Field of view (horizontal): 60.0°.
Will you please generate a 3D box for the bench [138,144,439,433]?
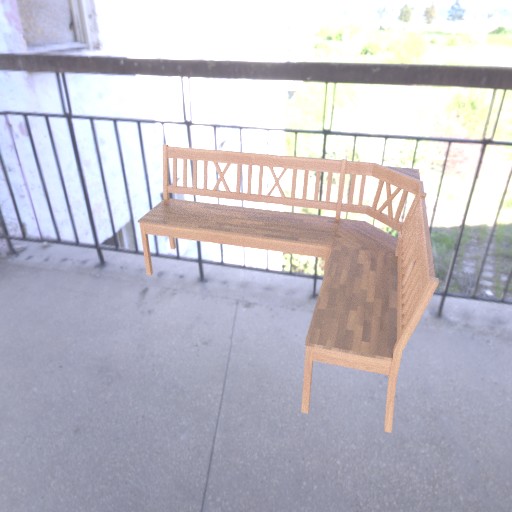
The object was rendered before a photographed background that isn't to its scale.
[{"bbox_3d":[0.000,0.000,2.843,1.937,0.902,1.537,8,30,14],"label":"bench"}]
